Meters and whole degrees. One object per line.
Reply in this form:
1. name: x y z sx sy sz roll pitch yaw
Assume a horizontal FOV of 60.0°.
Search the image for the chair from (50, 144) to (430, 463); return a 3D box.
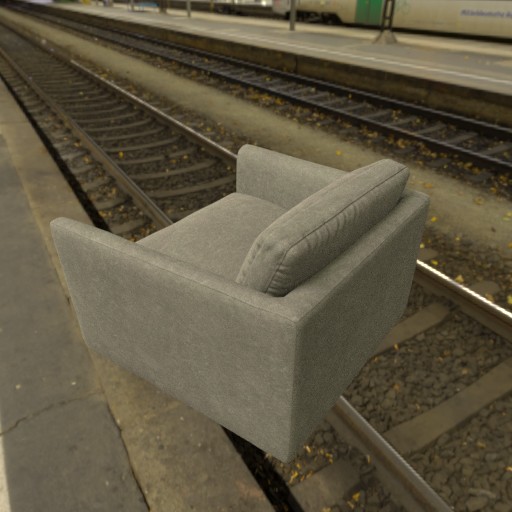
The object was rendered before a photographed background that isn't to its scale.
1. chair: 0.000 0.000 1.905 1.091 0.845 1.190 22 38 31
